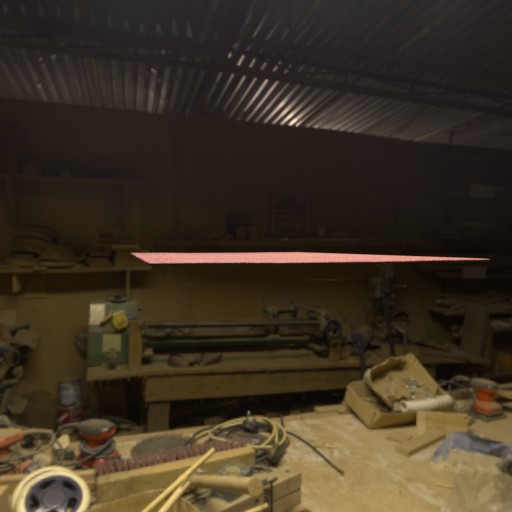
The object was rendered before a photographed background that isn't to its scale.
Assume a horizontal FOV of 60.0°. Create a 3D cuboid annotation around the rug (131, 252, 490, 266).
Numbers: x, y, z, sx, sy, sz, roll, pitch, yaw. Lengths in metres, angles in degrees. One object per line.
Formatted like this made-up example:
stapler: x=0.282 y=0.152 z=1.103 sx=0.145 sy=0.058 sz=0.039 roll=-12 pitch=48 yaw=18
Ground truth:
rug: x=0.000 y=0.000 z=2.178 sx=1.139 sy=0.011 sz=1.747 roll=0 pitch=1 yaw=-17
